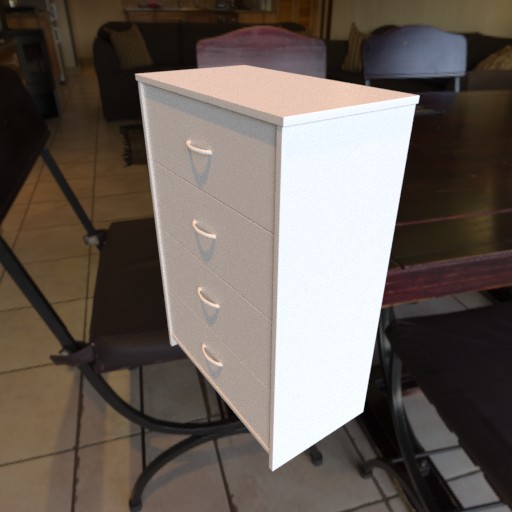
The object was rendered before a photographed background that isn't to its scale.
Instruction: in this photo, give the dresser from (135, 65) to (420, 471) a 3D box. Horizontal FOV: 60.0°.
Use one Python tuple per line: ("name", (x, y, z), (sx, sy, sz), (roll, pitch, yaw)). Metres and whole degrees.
("dresser", (0.000, 0.000, 1.392), (0.401, 1.021, 0.704), (-19, 35, -30))
